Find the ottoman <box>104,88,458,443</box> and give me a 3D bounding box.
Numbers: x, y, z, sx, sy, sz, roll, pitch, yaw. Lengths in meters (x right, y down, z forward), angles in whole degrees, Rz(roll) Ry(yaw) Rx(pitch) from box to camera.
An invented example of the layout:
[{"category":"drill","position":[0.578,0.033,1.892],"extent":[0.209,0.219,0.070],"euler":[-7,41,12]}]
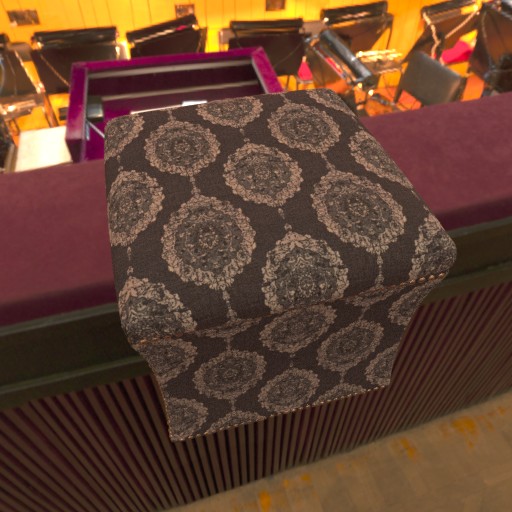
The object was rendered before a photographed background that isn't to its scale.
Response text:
[{"category":"ottoman","position":[0.000,0.000,0.892],"extent":[0.497,0.475,0.507],"euler":[-11,49,-10]}]
